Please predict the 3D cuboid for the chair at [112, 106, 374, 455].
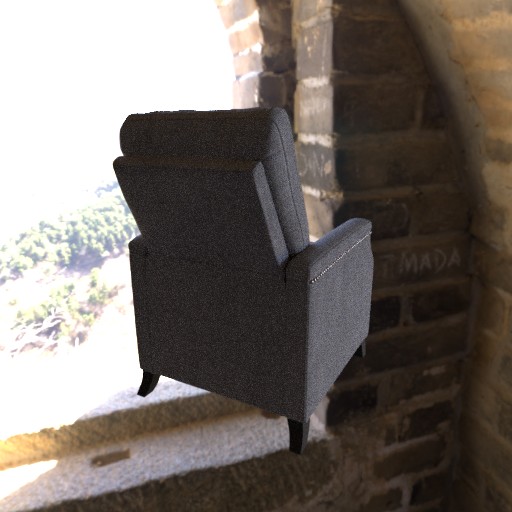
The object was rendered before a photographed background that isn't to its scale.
[{"bbox_3d":[0.000,0.000,1.694,0.710,1.049,0.922,9,18,28],"label":"chair"}]
